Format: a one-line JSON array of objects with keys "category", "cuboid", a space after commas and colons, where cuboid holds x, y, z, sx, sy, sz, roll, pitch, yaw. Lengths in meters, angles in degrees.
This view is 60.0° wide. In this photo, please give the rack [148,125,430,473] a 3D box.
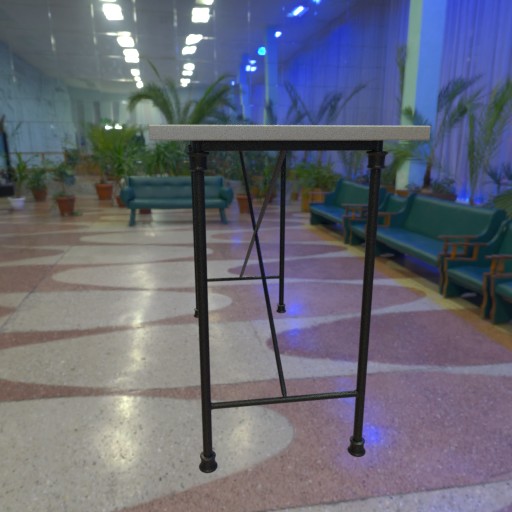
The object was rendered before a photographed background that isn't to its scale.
[{"category": "rack", "cuboid": [0.000, 0.000, 1.607, 0.613, 0.880, 1.159, -2, 15, -8]}]
